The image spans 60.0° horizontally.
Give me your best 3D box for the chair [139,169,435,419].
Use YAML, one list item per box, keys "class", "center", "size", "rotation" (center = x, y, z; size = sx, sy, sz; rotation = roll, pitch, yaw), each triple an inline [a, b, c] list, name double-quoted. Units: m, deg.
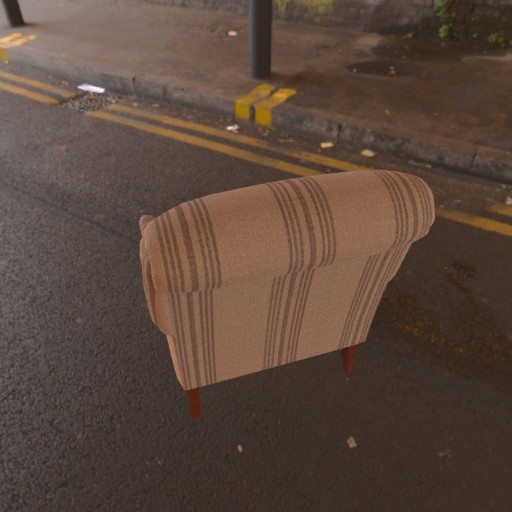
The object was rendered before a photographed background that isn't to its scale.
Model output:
- class: "chair"
  center: [0.000, 0.000, 1.621]
  size: [0.813, 0.940, 0.914]
  rotation: [-12, 41, -14]
